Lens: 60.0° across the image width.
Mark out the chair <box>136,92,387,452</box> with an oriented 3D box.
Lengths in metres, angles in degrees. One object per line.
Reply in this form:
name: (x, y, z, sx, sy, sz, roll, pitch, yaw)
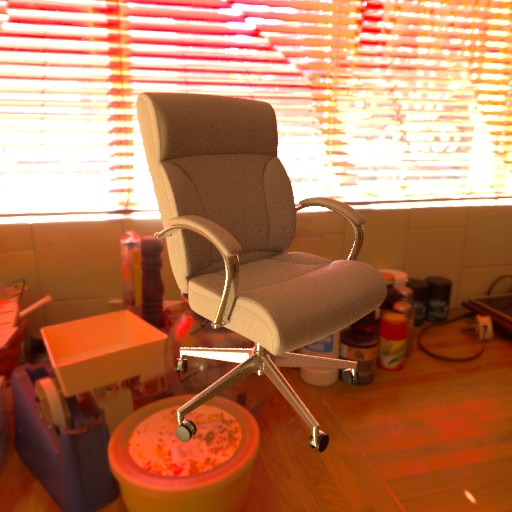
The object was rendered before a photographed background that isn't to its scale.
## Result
chair: (0.000, 0.000, 1.544, 0.727, 1.099, 0.745, -14, 20, -42)
